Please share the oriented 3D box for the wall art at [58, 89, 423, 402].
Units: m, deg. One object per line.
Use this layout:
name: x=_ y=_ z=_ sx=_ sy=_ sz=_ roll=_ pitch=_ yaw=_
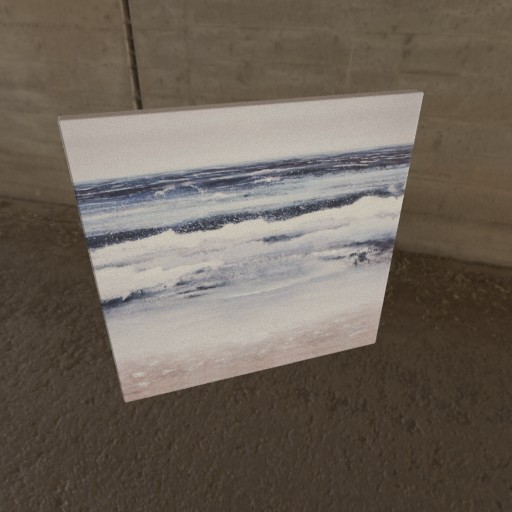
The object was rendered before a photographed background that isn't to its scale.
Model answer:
wall art: x=0.000 y=0.000 z=1.103 sx=0.755 sy=0.747 sz=0.065 roll=-10 pitch=34 yaw=-15
